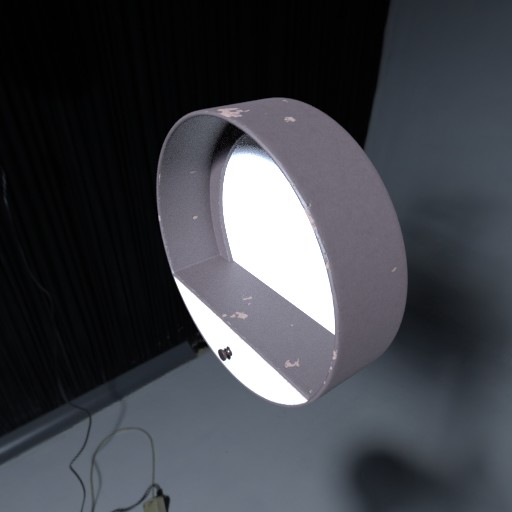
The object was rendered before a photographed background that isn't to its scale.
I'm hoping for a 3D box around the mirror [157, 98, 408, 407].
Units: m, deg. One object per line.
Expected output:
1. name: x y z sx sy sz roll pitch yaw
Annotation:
1. mirror: 0.000 0.000 0.590 0.126 0.386 0.386 -22 38 -31
